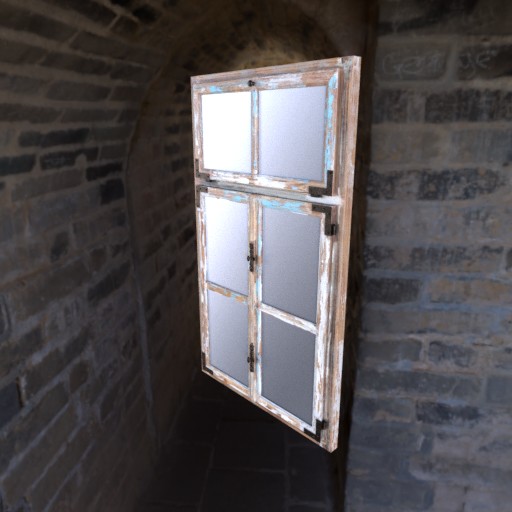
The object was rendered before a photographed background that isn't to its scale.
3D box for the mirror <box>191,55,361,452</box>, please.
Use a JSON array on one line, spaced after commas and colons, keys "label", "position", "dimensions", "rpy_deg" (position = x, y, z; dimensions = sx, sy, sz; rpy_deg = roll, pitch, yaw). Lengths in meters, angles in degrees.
[{"label": "mirror", "position": [0.000, 0.000, 1.543], "dimensions": [0.083, 1.213, 0.707], "rpy_deg": [-15, 22, -41]}]
